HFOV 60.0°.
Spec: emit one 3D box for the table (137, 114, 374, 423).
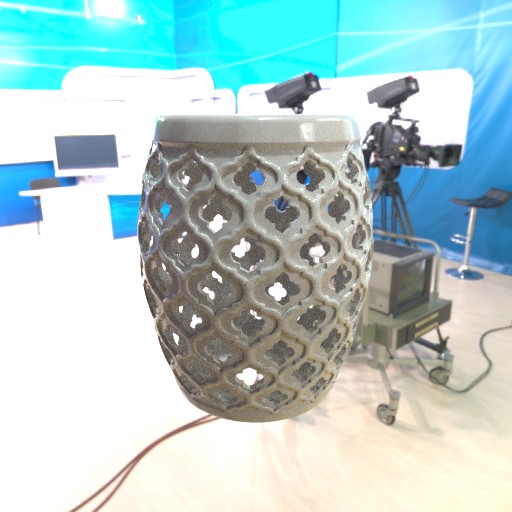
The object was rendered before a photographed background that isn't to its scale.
[{"bbox_3d":[0.000,0.000,0.638,0.325,0.388,0.325,0,18,0],"label":"table"}]
